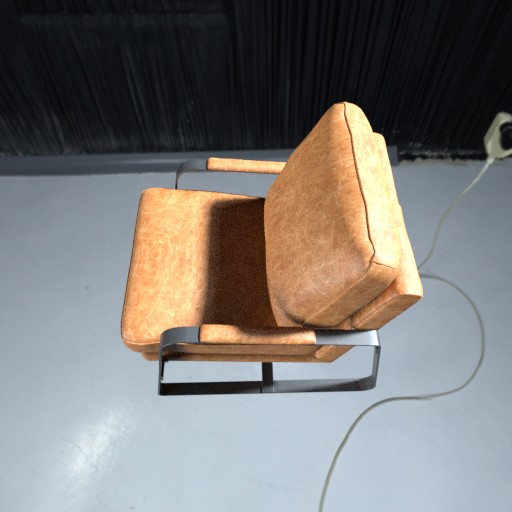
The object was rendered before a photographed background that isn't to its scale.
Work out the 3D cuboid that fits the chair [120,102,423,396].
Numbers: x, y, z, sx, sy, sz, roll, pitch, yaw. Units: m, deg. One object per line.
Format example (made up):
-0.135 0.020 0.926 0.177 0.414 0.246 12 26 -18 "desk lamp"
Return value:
0.000 0.000 1.397 0.801 0.777 0.651 -1 57 -1 "chair"
